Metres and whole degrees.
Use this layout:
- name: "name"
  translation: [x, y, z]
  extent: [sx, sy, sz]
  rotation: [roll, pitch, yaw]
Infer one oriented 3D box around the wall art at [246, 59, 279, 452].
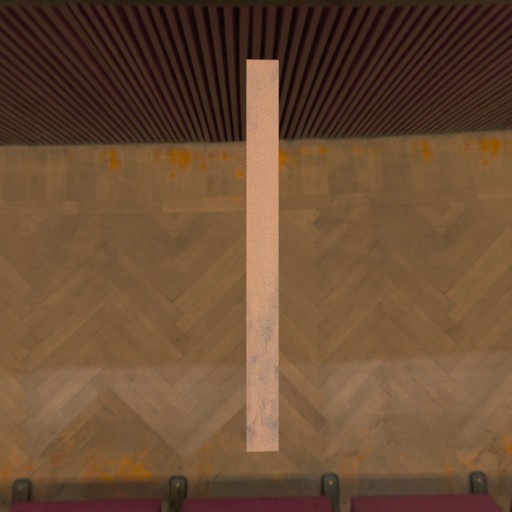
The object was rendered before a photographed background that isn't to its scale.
- name: "wall art"
  translation: [0.000, 0.000, 1.096]
  extent: [0.048, 0.874, 0.583]
  rotation: [0, 90, -1]
